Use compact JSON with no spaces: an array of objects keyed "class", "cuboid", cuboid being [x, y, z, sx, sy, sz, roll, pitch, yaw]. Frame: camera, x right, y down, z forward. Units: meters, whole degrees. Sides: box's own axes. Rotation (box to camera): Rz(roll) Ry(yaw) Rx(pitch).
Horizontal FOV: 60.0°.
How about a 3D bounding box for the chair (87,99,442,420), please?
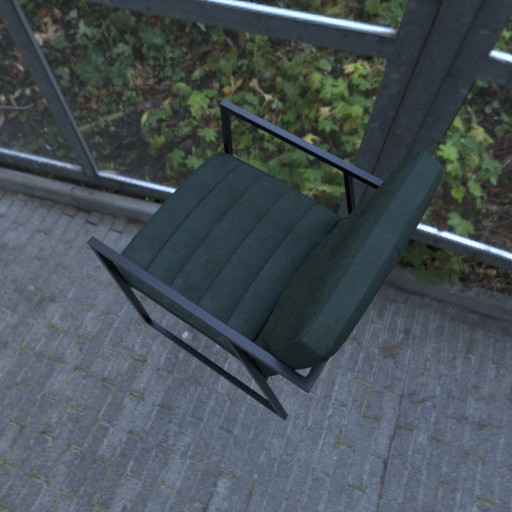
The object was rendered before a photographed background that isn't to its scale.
[{"class":"chair","cuboid":[0.000,0.000,1.290,0.677,0.833,0.571,31,68,15]}]
